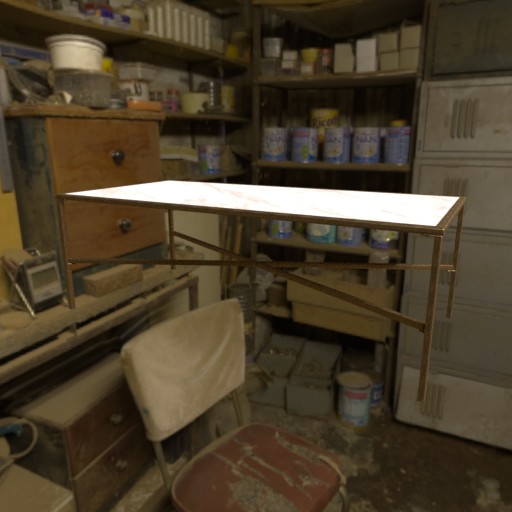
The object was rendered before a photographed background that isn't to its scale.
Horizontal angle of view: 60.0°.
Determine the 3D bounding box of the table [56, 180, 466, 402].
[{"bbox_3d":[0.000,0.000,1.483,1.197,0.405,0.577,8,17,28],"label":"table"}]
